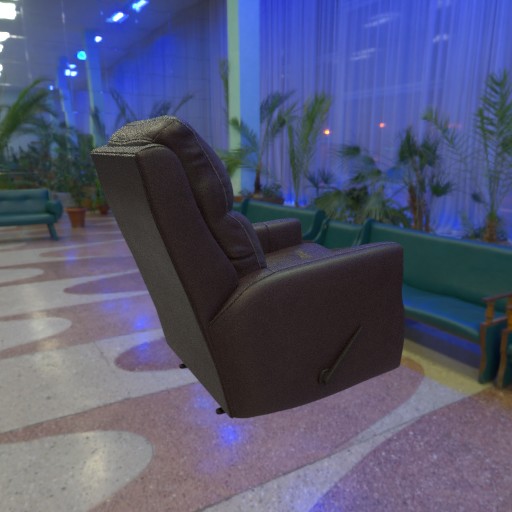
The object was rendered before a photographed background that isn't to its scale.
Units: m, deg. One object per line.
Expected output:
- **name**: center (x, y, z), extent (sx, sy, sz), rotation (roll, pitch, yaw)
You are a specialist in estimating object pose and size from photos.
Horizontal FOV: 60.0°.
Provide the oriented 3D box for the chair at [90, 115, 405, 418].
- **chair**: center (0.000, 0.000, 1.768), extent (1.080, 1.030, 0.829), rotation (-8, 16, -28)
